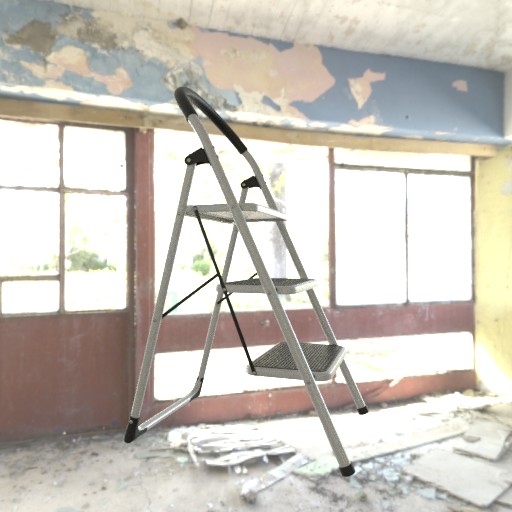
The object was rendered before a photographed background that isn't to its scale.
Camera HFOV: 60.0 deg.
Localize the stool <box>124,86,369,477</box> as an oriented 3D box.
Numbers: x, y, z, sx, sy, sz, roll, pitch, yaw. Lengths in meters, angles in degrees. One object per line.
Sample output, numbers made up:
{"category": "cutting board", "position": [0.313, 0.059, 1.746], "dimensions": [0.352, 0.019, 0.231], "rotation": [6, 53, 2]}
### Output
{"category": "stool", "position": [0.000, 0.000, 1.432], "dimensions": [0.676, 1.109, 0.485], "rotation": [0, 0, 18]}
